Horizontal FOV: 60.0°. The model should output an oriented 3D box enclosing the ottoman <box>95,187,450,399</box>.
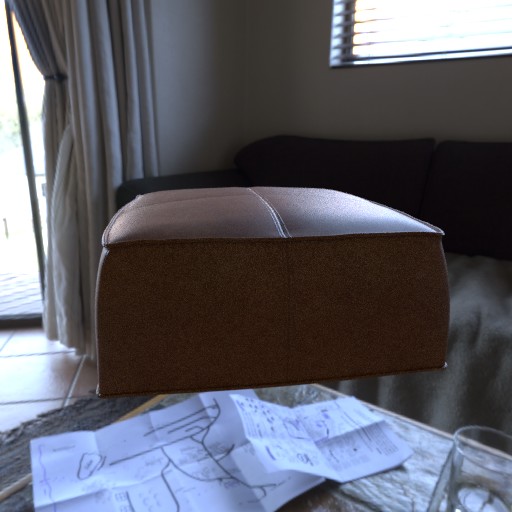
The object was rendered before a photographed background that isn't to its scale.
[{"bbox_3d":[0.000,0.000,1.405,0.901,0.395,0.902,-2,15,-8],"label":"ottoman"}]
